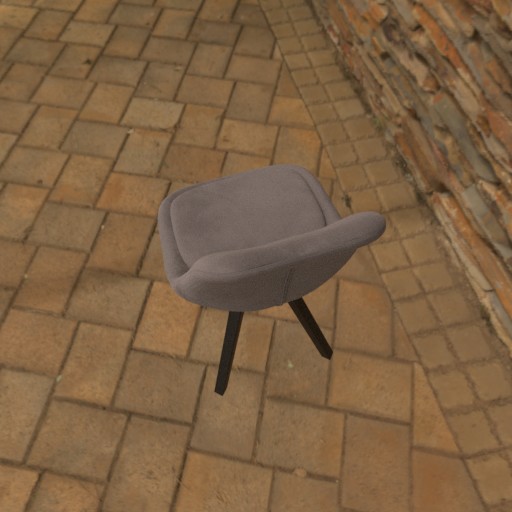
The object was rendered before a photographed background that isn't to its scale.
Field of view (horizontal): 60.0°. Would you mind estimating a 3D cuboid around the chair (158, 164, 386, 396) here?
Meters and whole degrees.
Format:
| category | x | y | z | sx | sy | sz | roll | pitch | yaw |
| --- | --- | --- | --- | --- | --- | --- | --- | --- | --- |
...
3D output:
| category | x | y | z | sx | sy | sz | roll | pitch | yaw |
| --- | --- | --- | --- | --- | --- | --- | --- | --- | --- |
| chair | 0.000 | 0.000 | 1.212 | 0.485 | 0.850 | 0.550 | -16 | 60 | -10 |
